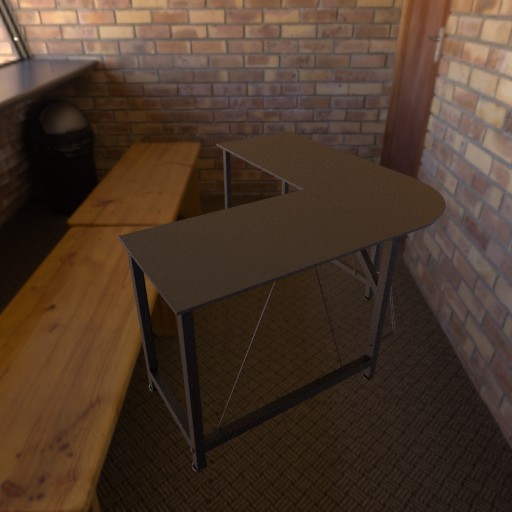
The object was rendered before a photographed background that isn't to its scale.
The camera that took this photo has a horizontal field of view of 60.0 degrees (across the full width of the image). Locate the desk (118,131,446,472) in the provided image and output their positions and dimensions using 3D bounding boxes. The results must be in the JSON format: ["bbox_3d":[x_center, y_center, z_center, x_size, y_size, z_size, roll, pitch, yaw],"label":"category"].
[{"bbox_3d":[0.000,0.000,2.257,1.400,0.762,1.400,-18,35,-27],"label":"desk"}]
